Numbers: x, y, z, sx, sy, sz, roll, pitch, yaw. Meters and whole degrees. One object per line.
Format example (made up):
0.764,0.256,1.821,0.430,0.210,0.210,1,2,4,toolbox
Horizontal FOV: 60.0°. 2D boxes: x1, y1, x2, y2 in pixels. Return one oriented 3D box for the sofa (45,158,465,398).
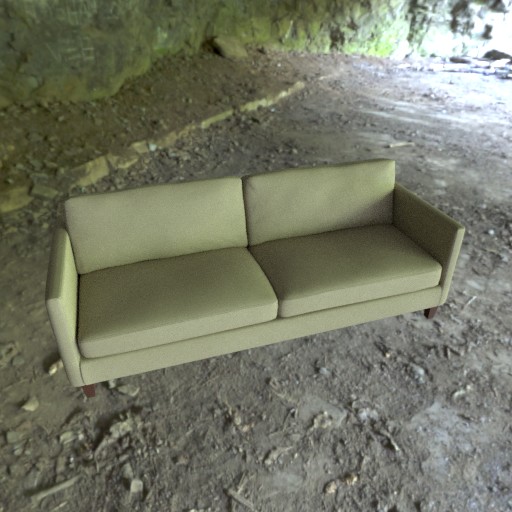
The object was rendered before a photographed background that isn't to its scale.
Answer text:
0.000,0.000,2.876,2.404,0.912,0.988,-10,33,-15,sofa
